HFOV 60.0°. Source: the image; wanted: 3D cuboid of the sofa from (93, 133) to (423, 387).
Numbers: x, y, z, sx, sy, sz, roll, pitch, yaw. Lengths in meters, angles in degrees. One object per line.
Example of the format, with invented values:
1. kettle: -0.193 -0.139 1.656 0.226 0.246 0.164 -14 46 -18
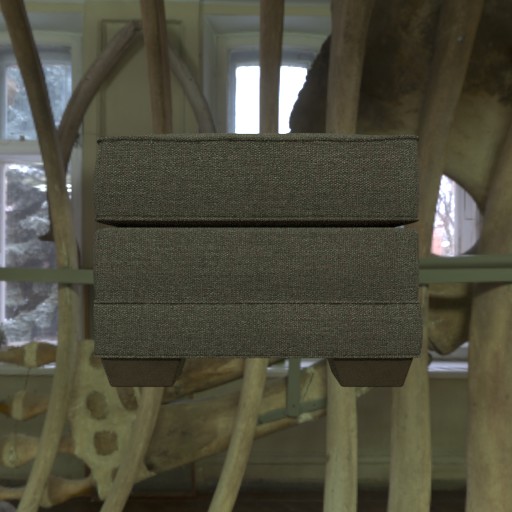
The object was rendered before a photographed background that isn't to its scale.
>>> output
1. sofa: 0.000 0.000 1.173 0.578 0.457 0.854 0 0 0
